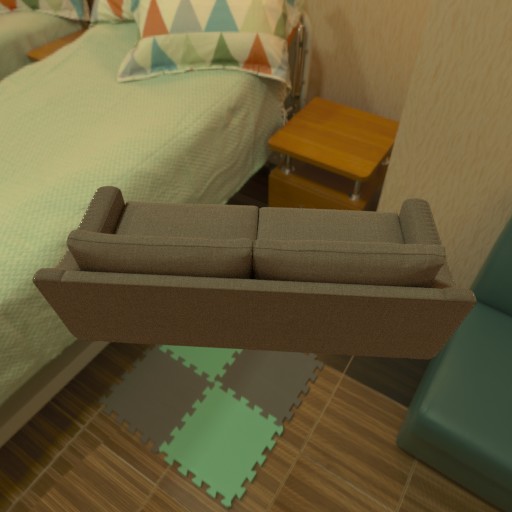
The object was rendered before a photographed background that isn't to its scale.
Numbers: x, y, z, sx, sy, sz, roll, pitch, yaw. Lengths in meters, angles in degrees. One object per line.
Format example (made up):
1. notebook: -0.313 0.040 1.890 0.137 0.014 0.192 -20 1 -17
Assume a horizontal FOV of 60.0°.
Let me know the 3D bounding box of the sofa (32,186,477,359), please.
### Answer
1. sofa: 0.000 0.000 2.720 2.208 0.857 1.000 3 47 2
